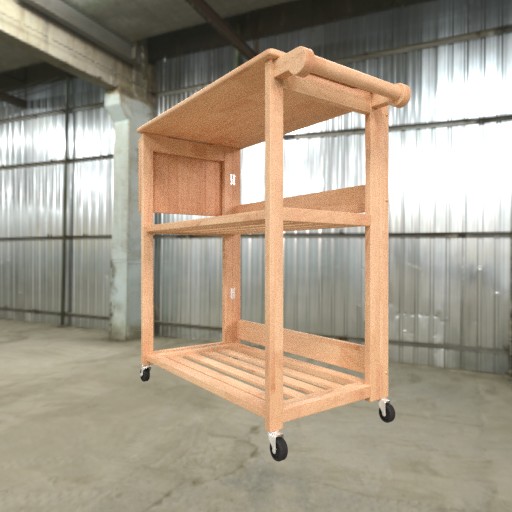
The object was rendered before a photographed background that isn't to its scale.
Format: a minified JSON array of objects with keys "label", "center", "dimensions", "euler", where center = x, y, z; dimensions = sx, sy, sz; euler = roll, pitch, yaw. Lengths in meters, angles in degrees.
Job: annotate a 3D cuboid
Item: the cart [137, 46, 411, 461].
[{"label":"cart","center":[0.000,0.000,1.333],"dimensions":[0.432,0.879,0.853],"euler":[0,0,-36]}]
